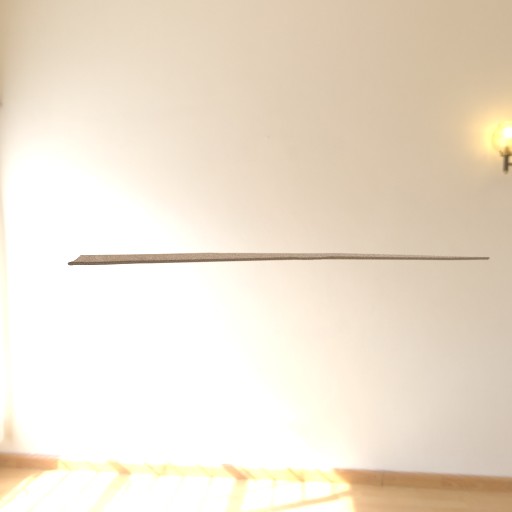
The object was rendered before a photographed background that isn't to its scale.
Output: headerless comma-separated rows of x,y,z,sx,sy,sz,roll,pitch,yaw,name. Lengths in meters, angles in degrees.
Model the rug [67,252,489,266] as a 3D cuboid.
0.000,0.000,4.272,3.245,0.046,2.467,0,1,-20,rug
